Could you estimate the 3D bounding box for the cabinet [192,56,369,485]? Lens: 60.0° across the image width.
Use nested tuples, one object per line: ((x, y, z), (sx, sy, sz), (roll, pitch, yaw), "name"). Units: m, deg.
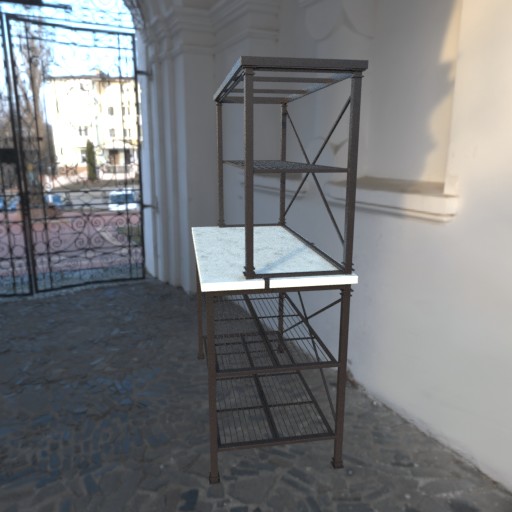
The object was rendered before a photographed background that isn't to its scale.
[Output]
((0.000, 0.000, 2.255), (0.610, 1.659, 1.210), (-2, 14, -9), "cabinet")
